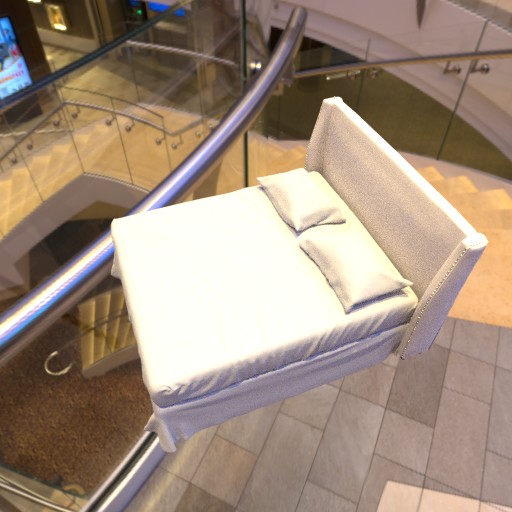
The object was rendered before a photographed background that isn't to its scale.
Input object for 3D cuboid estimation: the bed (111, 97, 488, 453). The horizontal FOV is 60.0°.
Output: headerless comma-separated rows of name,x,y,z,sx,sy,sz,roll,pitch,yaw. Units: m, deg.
bed,0.000,0.000,3.433,2.276,1.332,1.925,-16,49,-14
